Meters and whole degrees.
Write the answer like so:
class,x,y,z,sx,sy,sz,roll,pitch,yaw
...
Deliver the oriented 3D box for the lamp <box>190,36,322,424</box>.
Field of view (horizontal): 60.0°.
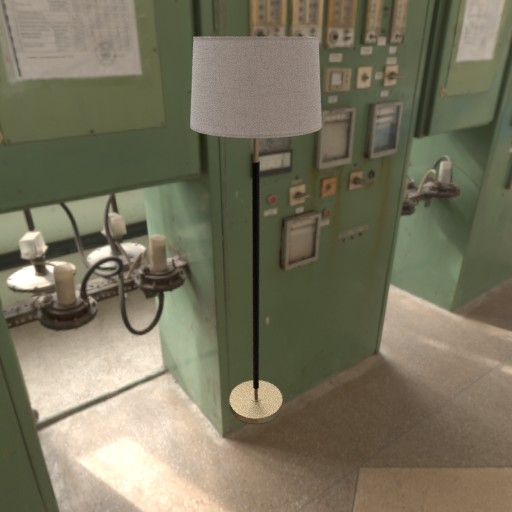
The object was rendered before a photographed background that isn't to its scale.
class,x,y,z,sx,sy,sz,roll,pitch,yaw
lamp,0.000,0.000,1.633,0.420,1.447,0.420,0,26,0
